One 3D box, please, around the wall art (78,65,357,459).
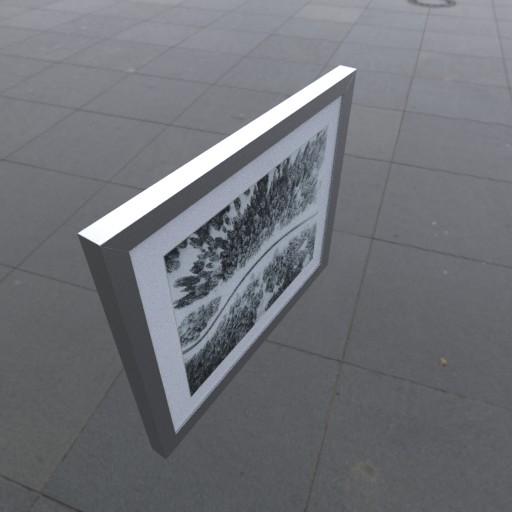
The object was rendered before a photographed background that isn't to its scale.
[{"bbox_3d":[0.000,0.000,0.740,0.032,0.456,0.557,25,48,25],"label":"wall art"}]
